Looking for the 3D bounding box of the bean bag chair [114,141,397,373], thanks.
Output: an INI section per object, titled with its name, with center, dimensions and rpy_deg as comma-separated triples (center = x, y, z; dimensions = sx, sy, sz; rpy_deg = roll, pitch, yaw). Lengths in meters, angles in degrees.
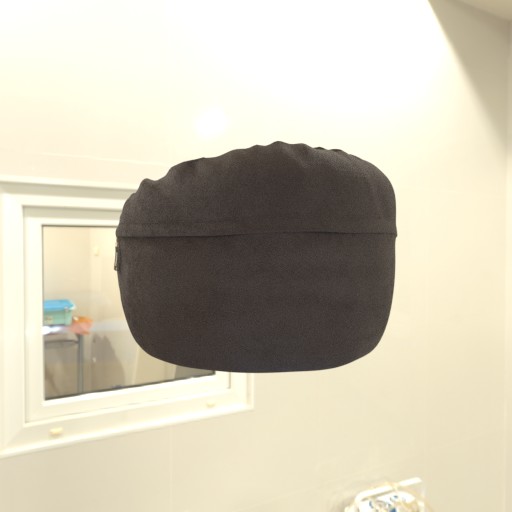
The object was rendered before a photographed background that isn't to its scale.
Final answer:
[bean bag chair]
center = 0.000, 0.000, 2.042
dimensions = 1.245, 0.821, 1.245
rpy_deg = 0, 1, 0
